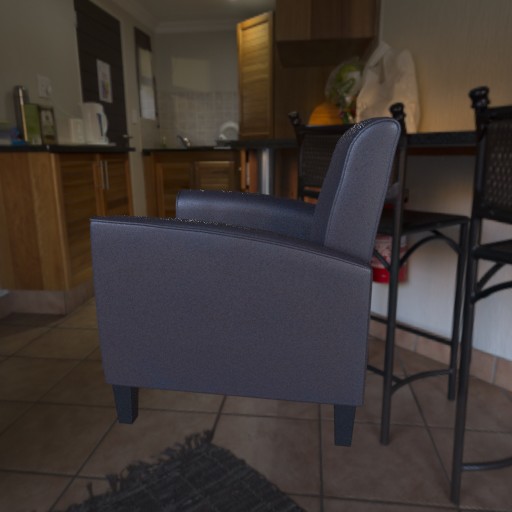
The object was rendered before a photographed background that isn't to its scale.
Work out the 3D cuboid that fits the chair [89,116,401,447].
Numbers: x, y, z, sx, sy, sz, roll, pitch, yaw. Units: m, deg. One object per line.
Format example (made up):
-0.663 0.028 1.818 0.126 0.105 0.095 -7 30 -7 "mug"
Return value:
0.000 0.000 1.567 0.819 0.916 0.820 2 14 9 "chair"
